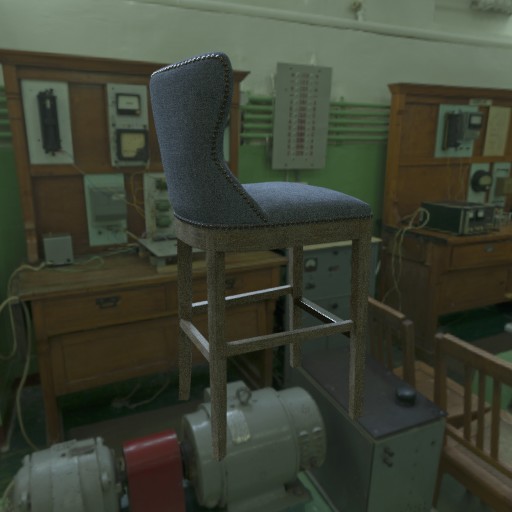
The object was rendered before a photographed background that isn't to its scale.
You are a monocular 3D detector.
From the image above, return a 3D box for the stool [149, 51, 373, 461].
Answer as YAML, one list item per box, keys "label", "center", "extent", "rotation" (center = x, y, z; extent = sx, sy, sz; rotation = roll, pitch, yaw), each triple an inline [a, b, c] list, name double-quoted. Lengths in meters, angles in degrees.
- label: "stool"
  center: [0.000, 0.000, 1.434]
  extent: [0.606, 1.123, 0.494]
  rotation: [-7, 16, -25]
